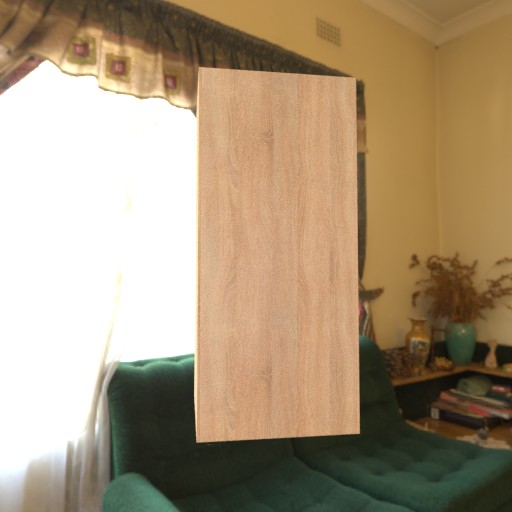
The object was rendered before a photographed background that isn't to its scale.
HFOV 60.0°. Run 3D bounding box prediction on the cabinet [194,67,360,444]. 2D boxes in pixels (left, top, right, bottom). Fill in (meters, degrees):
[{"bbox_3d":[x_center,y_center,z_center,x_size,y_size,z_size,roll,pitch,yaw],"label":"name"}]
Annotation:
[{"bbox_3d":[0.000,0.000,2.922,1.327,2.120,1.094,-2,-3,36],"label":"cabinet"}]
